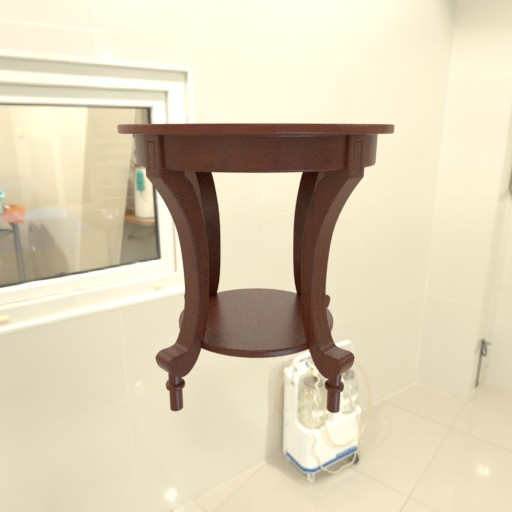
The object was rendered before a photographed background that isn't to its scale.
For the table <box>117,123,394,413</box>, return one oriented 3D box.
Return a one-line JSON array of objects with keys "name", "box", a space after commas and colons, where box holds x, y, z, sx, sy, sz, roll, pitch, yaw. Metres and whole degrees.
[{"name": "table", "box": [0.000, 0.000, 1.079, 0.597, 0.612, 0.597, 0, 16, 0]}]
